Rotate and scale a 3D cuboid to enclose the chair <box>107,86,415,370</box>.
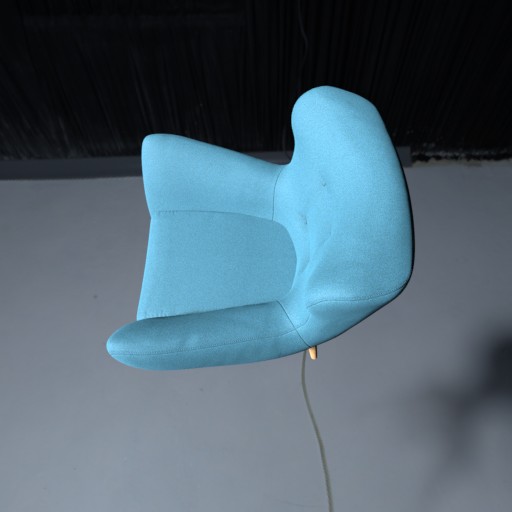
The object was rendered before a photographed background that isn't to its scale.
[{"bbox_3d":[0.000,0.000,1.617,0.889,0.889,0.890,0,59,0],"label":"chair"}]
